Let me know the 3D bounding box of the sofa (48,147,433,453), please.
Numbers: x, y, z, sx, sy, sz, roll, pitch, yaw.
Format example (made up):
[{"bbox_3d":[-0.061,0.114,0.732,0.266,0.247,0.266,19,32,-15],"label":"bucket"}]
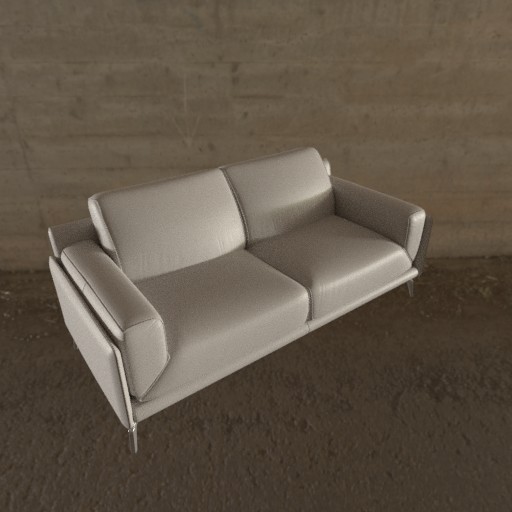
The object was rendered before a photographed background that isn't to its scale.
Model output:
[{"bbox_3d":[0.000,0.000,2.596,2.101,0.930,1.049,-20,35,-32],"label":"sofa"}]
